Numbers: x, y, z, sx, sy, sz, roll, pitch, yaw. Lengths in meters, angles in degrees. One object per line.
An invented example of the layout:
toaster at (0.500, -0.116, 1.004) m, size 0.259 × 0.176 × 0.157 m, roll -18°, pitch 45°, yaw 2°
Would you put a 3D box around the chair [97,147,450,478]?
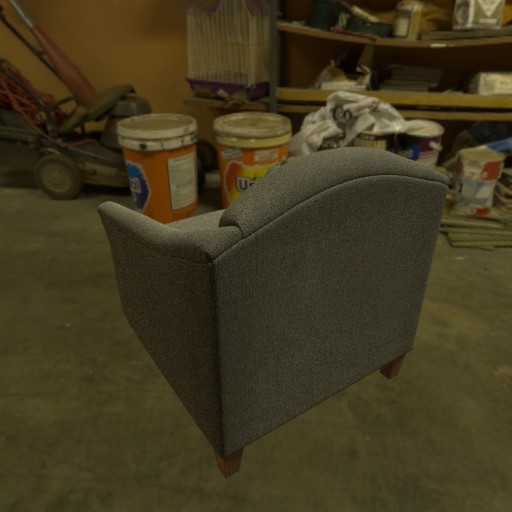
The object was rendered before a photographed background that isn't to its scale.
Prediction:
chair at (0.000, 0.000, 1.431) m, size 0.763 × 0.839 × 0.787 m, roll -18°, pitch 34°, yaw -30°
